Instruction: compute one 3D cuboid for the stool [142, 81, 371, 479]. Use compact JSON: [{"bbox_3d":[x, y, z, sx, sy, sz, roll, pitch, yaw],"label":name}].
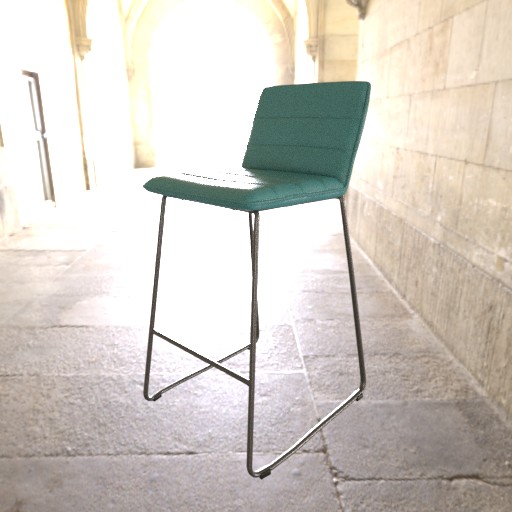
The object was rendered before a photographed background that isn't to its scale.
[{"bbox_3d":[0.000,0.000,1.252,0.489,0.936,0.524,16,23,41],"label":"stool"}]
